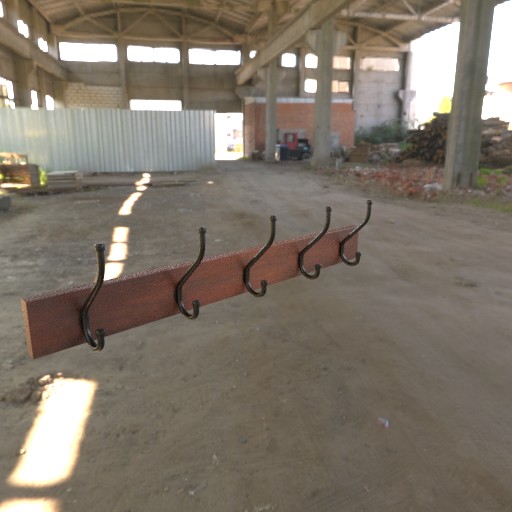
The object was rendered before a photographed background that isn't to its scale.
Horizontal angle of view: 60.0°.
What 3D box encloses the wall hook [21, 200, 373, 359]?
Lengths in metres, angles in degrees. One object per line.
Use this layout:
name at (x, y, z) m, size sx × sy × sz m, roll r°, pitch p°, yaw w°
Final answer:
wall hook at (0.000, 0.000, 0.600) m, size 0.571 × 0.117 × 0.071 m, roll -14°, pitch 19°, yaw -43°
